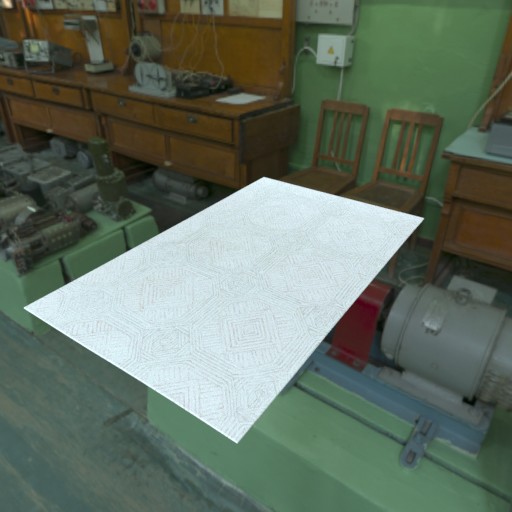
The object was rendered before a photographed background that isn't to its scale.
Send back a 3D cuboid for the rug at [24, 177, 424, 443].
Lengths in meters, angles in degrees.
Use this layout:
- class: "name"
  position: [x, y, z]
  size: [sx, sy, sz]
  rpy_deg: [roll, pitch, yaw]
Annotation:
- class: "rug"
  position: [0.000, 0.000, 3.003]
  size: [1.524, 0.008, 2.440]
  rpy_deg: [20, 37, 29]
